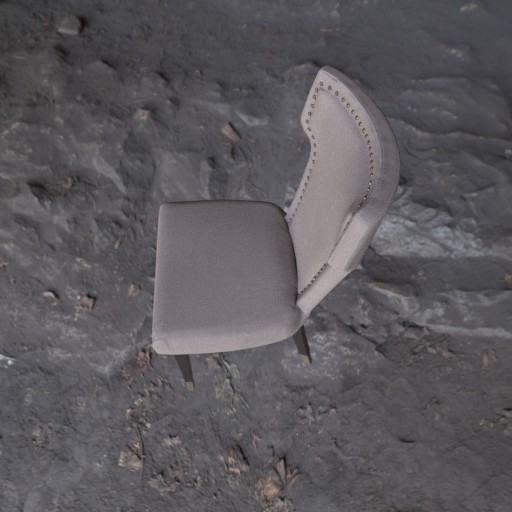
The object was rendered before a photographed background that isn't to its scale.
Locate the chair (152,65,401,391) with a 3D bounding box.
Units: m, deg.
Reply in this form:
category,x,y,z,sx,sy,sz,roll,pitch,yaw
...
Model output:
category,x,y,z,sx,sy,sz,roll,pitch,yaw
chair,0.000,0.000,1.361,0.630,0.955,0.526,-4,57,-2
